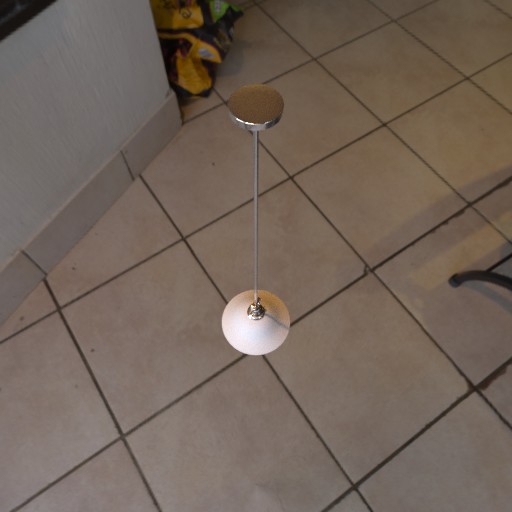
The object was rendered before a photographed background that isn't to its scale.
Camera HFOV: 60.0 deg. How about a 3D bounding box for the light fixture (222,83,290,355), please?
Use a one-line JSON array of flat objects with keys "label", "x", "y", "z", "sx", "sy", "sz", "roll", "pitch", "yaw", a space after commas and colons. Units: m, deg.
[{"label": "light fixture", "x": 0.000, "y": 0.000, "z": 1.502, "sx": 0.324, "sy": 1.354, "sz": 0.324, "roll": 34, "pitch": 68, "yaw": 16}]
